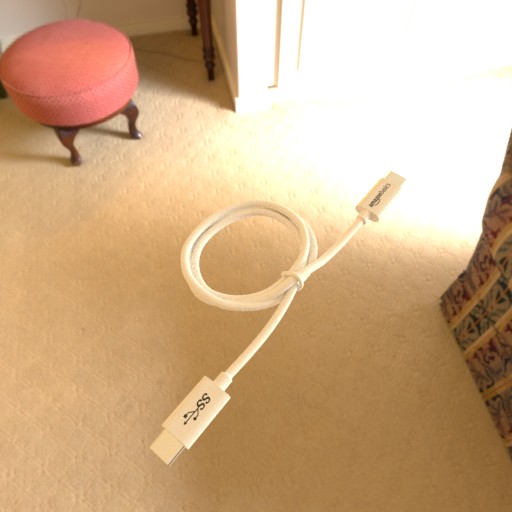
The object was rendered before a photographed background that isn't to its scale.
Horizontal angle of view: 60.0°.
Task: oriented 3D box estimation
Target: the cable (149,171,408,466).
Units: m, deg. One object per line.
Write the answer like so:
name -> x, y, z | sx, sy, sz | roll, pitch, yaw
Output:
cable -> 0.000, 0.000, 0.215 | 0.070, 0.014, 0.186 | 34, 63, 20
